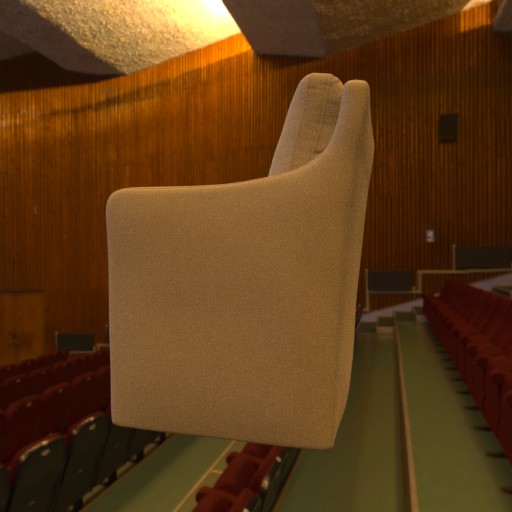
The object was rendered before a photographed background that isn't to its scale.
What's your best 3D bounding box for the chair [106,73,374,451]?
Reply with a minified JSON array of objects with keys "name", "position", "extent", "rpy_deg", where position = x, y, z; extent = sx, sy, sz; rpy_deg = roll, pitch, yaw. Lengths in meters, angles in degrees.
[{"name":"chair","position":[0.000,0.000,1.369],"extent":[0.694,0.914,0.626],"rpy_deg":[0,1,16]}]
